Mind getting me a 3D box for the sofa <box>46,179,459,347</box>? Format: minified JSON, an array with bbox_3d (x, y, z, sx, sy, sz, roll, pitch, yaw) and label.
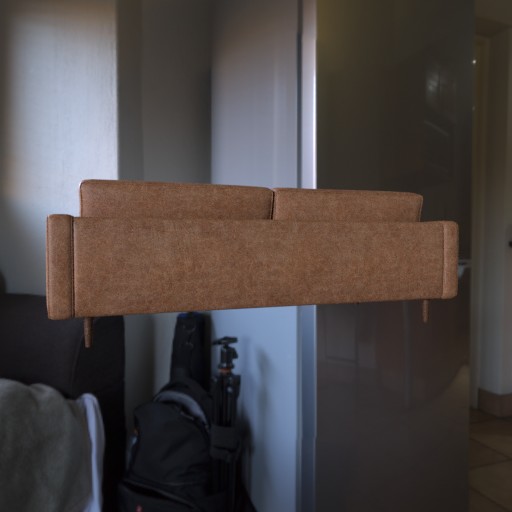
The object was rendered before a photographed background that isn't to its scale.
[{"bbox_3d":[0.000,0.000,2.639,2.200,0.770,0.919,-1,2,-19],"label":"sofa"}]
